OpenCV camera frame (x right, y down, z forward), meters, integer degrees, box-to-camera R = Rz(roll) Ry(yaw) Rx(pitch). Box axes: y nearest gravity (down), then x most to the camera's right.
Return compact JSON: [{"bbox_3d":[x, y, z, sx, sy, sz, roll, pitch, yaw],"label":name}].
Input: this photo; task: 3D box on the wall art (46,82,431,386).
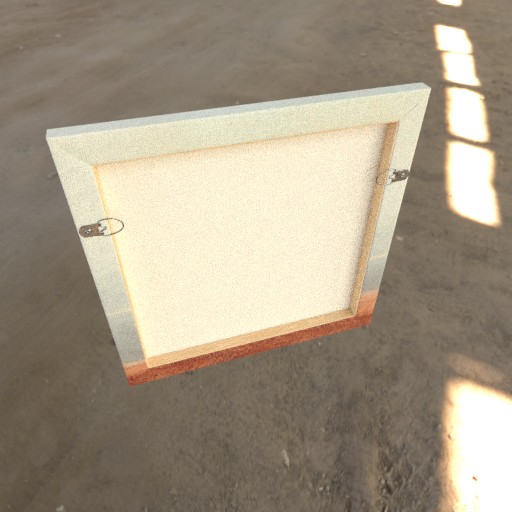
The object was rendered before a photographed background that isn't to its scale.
[{"bbox_3d":[0.000,0.000,0.588,0.405,0.405,0.023,-12,43,-13],"label":"wall art"}]
